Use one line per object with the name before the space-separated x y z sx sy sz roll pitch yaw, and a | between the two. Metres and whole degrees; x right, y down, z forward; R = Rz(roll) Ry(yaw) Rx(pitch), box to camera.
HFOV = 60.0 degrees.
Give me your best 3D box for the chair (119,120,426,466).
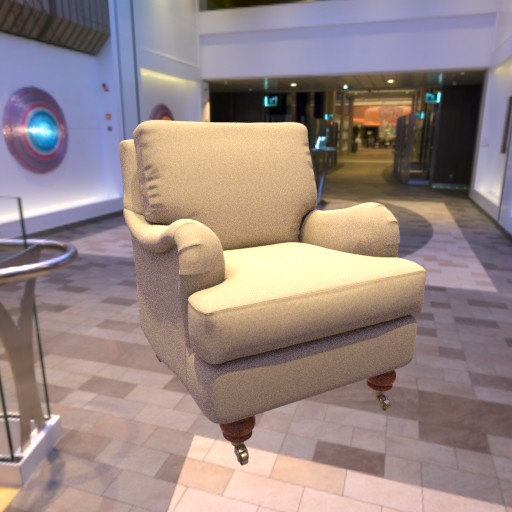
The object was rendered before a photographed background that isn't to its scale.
chair | 0.000 0.000 1.828 0.895 1.076 1.078 -8 17 -27
